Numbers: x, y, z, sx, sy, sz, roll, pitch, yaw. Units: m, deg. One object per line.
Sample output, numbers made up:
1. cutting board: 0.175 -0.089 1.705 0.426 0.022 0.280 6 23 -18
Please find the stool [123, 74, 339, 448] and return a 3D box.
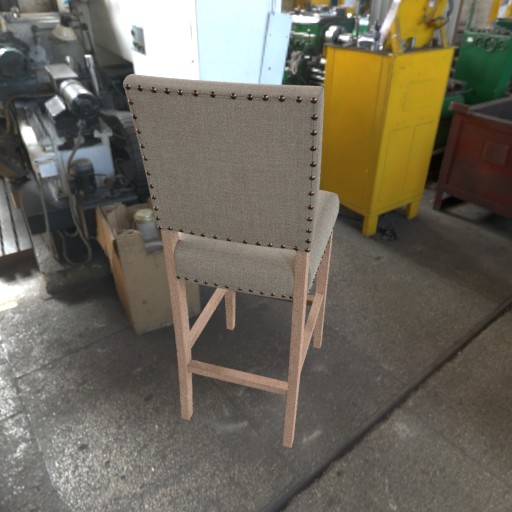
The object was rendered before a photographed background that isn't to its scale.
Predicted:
1. stool: 0.000 0.000 1.437 0.445 1.173 0.585 9 34 14
